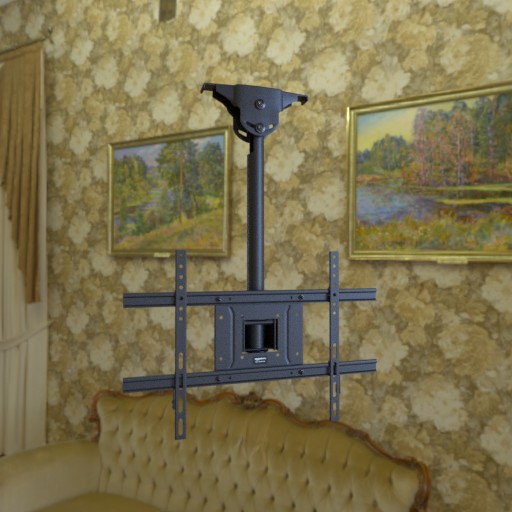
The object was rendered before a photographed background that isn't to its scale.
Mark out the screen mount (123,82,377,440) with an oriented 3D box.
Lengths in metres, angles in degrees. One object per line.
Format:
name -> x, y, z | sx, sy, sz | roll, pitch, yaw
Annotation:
screen mount -> 0.000, 0.000, 1.036 | 0.595, 0.775, 0.090 | 0, -1, -18
